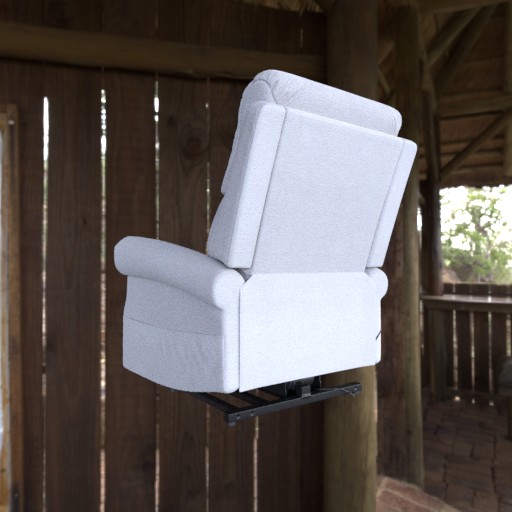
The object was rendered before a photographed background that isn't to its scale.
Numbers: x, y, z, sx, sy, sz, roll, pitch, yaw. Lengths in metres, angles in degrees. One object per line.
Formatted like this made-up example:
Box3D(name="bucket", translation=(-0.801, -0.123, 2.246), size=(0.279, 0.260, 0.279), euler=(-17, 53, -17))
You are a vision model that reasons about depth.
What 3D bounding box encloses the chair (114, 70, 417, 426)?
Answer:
Box3D(name="chair", translation=(0.000, 0.000, 1.713), size=(0.871, 1.031, 0.979), euler=(1, -1, -36))
